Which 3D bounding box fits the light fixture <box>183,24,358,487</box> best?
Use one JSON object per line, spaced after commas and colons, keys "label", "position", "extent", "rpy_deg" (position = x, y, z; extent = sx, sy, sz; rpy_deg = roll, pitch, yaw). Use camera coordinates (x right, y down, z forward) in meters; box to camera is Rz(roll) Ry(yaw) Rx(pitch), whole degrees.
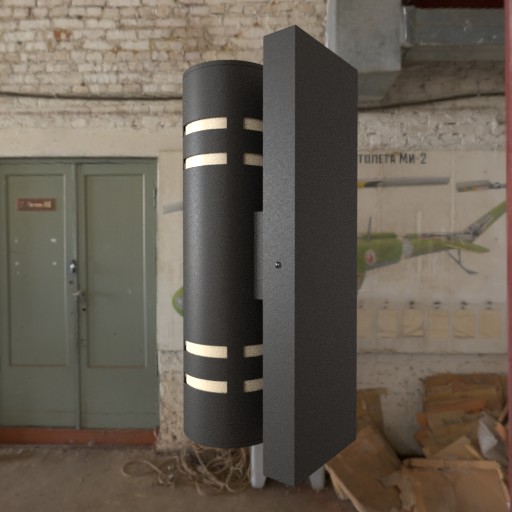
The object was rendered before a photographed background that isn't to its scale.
{"label": "light fixture", "position": [0.000, 0.000, 0.402], "extent": [0.149, 0.330, 0.105], "rpy_deg": [1, 1, 38]}
